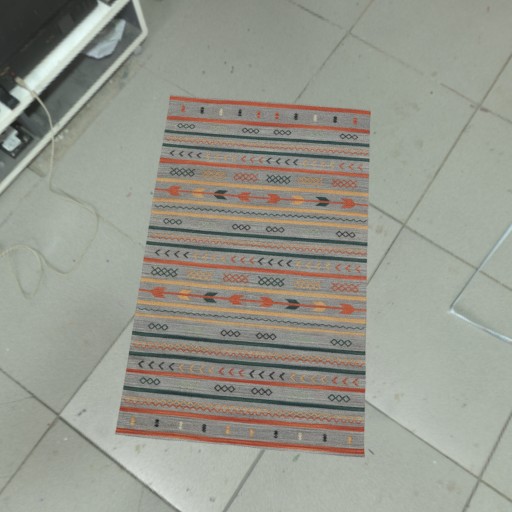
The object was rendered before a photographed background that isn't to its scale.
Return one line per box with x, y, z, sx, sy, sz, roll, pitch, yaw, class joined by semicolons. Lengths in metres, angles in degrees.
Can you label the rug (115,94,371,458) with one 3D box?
0.000;0.000;3.041;1.537;0.029;2.439;5;74;1;rug
